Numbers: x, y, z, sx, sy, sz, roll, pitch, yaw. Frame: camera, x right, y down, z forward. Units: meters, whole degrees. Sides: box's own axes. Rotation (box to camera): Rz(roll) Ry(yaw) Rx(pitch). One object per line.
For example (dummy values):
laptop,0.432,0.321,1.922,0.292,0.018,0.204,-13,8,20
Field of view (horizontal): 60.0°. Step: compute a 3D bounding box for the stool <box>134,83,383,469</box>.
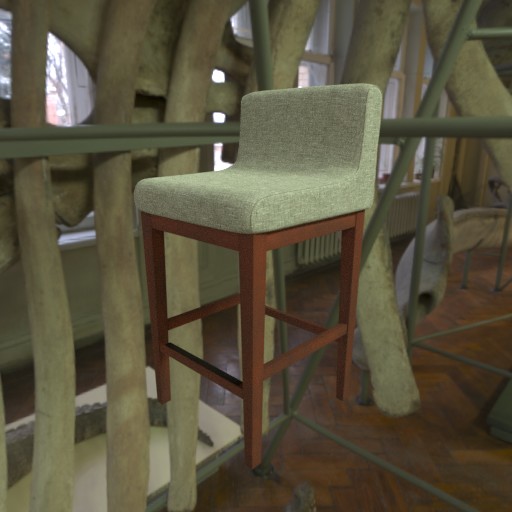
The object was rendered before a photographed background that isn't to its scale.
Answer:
stool,0.000,0.000,1.139,0.417,0.835,0.459,15,22,42
